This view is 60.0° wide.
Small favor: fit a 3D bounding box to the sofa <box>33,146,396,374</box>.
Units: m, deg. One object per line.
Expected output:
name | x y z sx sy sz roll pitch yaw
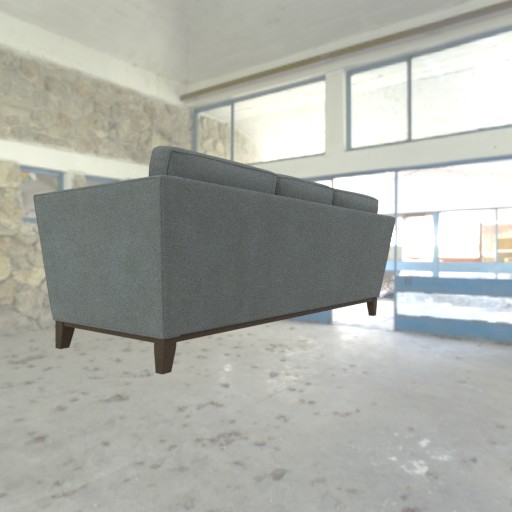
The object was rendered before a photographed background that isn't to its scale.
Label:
sofa | 0.000 0.000 2.849 0.965 0.940 2.387 0 0 38
